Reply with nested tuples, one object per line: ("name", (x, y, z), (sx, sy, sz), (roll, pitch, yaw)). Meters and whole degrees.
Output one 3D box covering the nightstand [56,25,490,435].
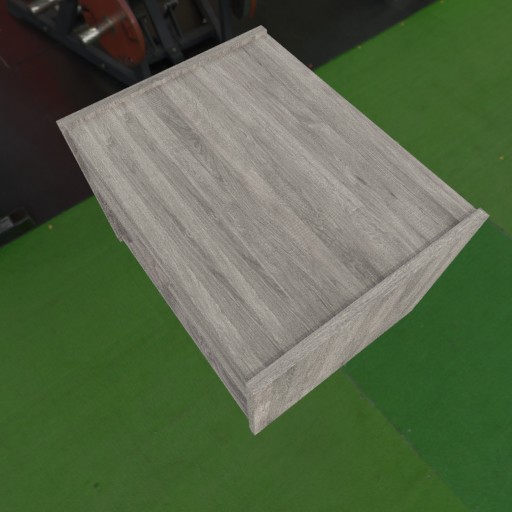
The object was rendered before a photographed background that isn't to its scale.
("nightstand", (0.000, 0.000, 0.818), (0.380, 0.500, 0.480), (-33, 66, -17))
